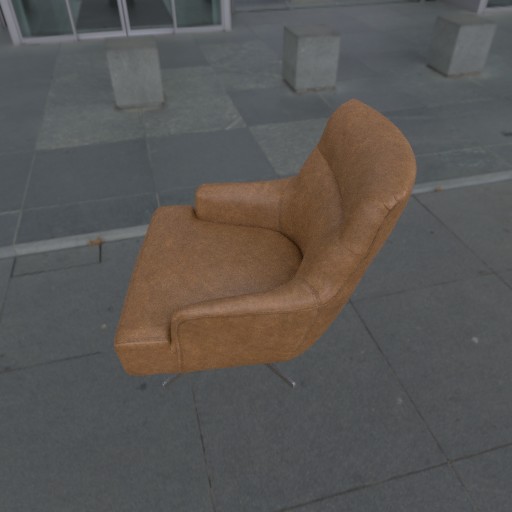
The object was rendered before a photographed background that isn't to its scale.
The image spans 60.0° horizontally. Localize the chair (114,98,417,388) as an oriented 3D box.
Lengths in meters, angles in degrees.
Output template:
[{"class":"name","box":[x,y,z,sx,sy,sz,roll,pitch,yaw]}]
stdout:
[{"class":"chair","box":[0.000,0.000,1.528,0.874,0.869,0.729,0,40,0]}]
